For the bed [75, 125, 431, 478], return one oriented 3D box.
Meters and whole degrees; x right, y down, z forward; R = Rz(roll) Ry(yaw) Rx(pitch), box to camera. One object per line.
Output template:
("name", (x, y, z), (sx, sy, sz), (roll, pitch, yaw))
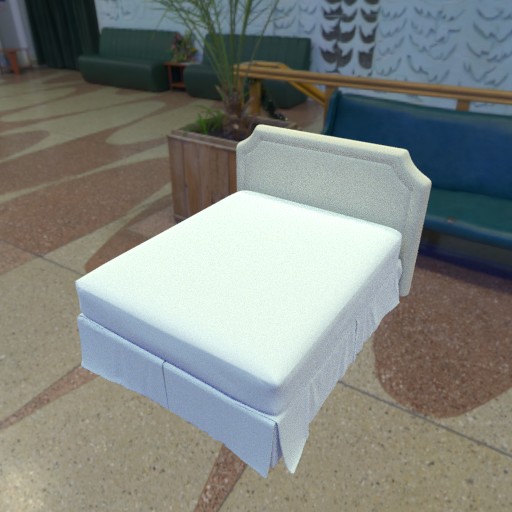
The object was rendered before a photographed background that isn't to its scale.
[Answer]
("bed", (0.000, 0.000, 3.288), (1.827, 1.296, 2.209), (19, 36, 29))
